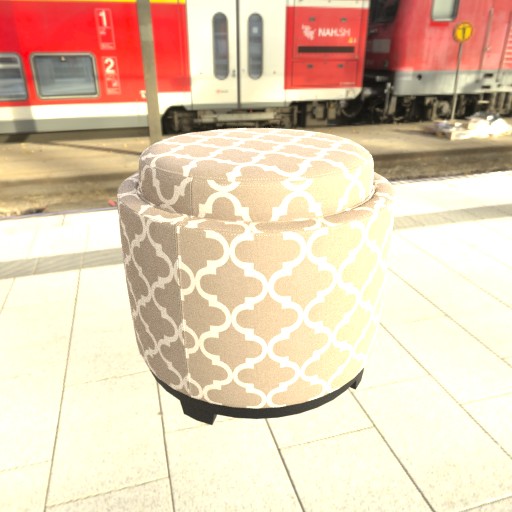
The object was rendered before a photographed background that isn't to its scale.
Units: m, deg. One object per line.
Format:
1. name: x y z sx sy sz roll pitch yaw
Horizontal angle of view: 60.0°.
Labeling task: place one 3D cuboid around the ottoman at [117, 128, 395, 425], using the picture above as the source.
1. ottoman: 0.000 0.000 0.840 0.480 0.429 0.480 0 25 0
